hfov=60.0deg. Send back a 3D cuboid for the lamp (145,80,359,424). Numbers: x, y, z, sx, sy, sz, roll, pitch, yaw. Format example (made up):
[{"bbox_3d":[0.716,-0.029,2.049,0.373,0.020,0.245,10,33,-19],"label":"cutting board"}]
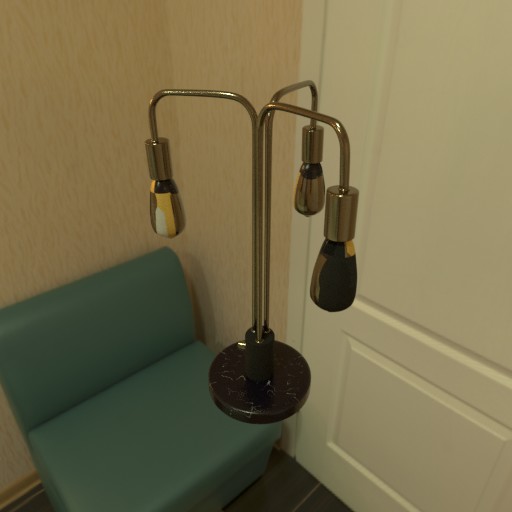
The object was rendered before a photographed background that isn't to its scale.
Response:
[{"bbox_3d":[0.000,0.000,0.786,0.368,0.560,0.355,9,32,15],"label":"lamp"}]
